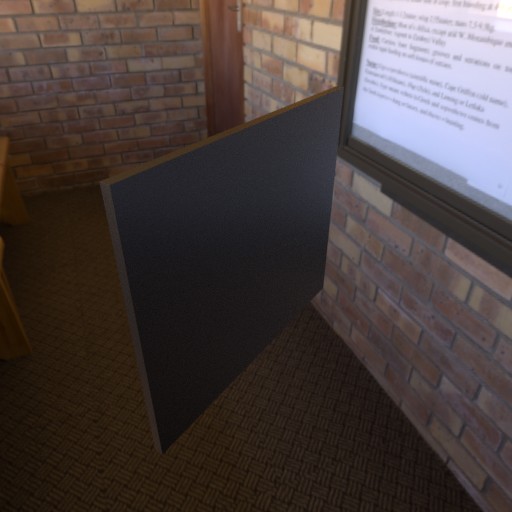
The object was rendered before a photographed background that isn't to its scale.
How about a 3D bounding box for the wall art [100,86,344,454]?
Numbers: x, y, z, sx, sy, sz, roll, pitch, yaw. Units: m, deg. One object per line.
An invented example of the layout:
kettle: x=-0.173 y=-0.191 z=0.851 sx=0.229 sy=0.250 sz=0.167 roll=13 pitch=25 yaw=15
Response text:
wall art: x=0.000 y=0.000 z=0.546 sx=0.012 sy=0.332 sz=0.383 roll=21 pitch=39 yaw=29
